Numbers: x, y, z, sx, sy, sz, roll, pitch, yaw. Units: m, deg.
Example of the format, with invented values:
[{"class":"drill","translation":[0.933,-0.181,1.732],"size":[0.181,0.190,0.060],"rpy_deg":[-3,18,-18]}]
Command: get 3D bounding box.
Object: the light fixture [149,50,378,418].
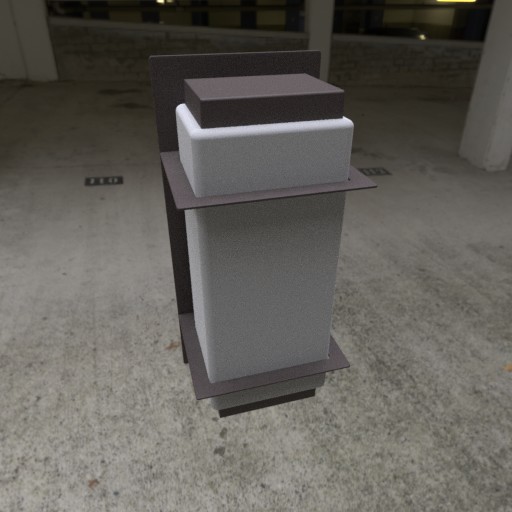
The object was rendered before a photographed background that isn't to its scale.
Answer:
[{"class":"light fixture","translation":[0.000,0.000,0.428],"size":[0.153,0.347,0.146],"rpy_deg":[-8,32,-14]}]
